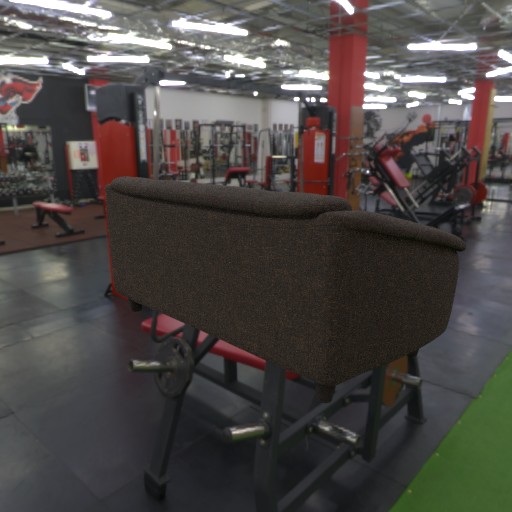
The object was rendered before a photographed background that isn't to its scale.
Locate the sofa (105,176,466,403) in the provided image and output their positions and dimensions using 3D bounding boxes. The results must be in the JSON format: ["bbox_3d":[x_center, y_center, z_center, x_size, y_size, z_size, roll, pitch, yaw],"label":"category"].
[{"bbox_3d":[0.000,0.000,2.305,1.849,0.790,0.887,13,19,43],"label":"sofa"}]
